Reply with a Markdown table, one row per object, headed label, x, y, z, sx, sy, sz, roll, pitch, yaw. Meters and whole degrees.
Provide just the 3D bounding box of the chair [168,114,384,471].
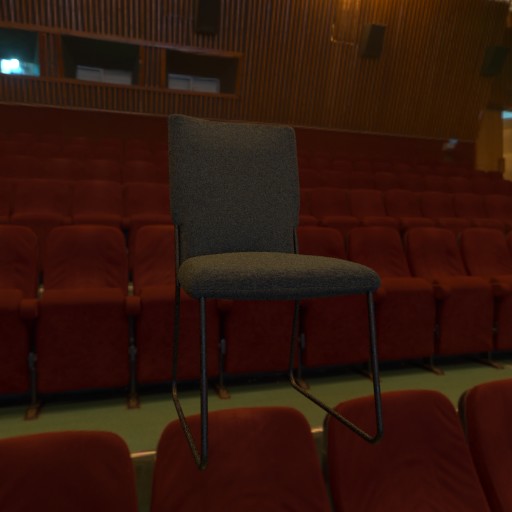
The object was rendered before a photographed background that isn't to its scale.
| label | x | y | z | sx | sy | sz | roll | pitch | yaw |
| --- | --- | --- | --- | --- | --- | --- | --- | --- | --- |
| chair | 0.000 | 0.000 | 1.288 | 0.480 | 0.931 | 0.635 | 0 | 1 | -18 |
